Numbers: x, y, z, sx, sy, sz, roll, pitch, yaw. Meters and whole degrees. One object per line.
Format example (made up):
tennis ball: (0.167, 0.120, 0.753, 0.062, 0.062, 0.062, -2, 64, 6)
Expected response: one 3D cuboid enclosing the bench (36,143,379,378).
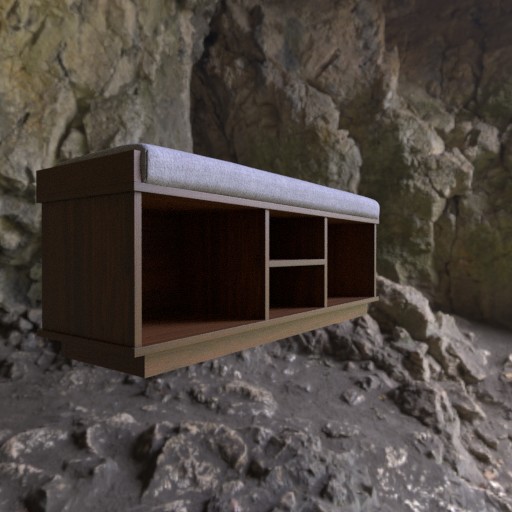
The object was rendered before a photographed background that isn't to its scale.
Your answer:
bench: (0.000, 0.000, 1.387, 0.367, 0.468, 1.196, 0, 1, 37)
